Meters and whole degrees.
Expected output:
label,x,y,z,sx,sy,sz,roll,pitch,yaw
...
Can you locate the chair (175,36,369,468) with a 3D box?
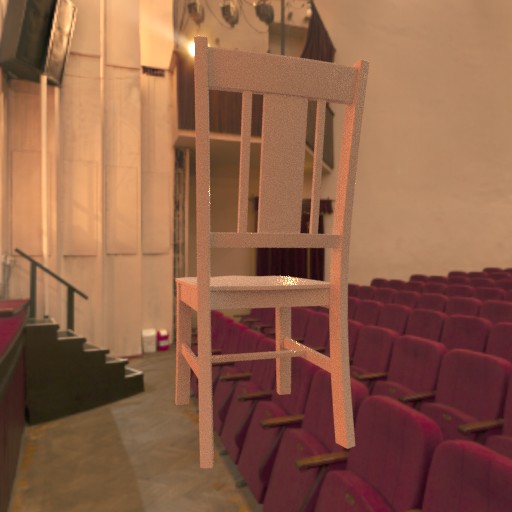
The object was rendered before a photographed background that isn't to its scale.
label,x,y,z,sx,sy,sz,roll,pitch,yaw
chair,0.000,0.000,1.310,0.450,0.998,0.555,0,0,-17
